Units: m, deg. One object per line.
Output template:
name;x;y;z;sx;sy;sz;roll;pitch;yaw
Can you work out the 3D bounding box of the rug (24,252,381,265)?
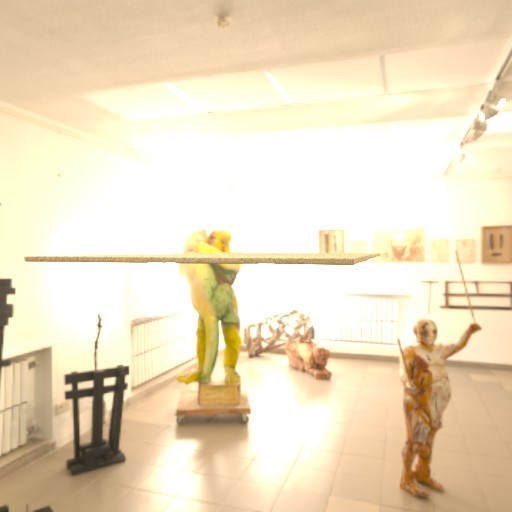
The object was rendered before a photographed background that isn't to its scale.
rug;0.000;0.000;2.939;1.500;0.025;2.346;0;1;18
